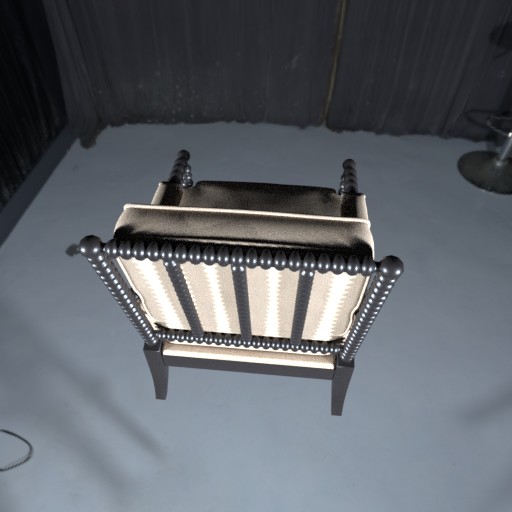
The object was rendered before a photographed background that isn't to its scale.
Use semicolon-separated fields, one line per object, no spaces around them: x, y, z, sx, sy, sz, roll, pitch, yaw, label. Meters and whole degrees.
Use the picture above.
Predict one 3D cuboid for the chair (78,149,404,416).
0.000;0.000;1.162;0.555;0.703;0.657;4;47;4;chair
